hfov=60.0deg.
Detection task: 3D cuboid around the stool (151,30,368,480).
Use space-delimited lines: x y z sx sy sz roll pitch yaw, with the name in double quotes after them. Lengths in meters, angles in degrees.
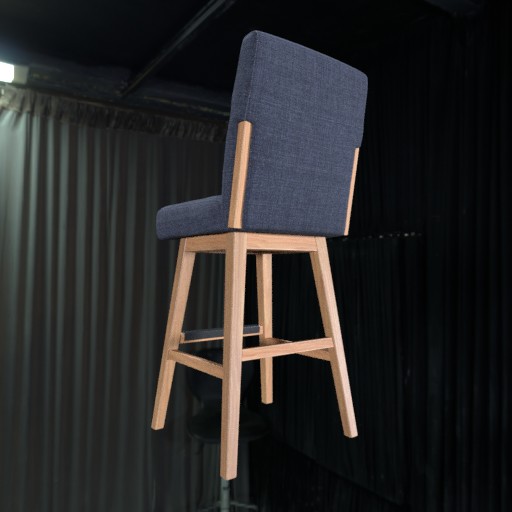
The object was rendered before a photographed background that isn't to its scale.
0.000 0.000 1.399 0.483 1.112 0.570 1 -2 -37 "stool"
